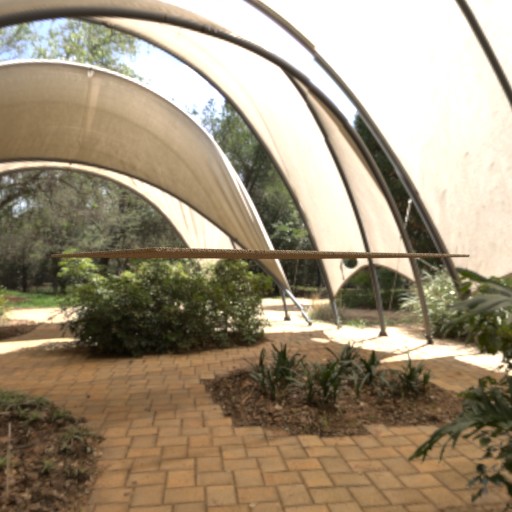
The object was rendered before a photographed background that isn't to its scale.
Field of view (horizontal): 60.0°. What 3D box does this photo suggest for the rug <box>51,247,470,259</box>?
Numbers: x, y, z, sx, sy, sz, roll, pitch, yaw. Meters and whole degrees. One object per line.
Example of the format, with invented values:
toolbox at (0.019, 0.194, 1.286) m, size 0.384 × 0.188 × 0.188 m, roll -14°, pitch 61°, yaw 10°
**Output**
rug at (0.000, 0.000, 4.063) m, size 3.000 × 0.025 × 2.400 m, roll 1°, pitch -1°, yaw -36°
